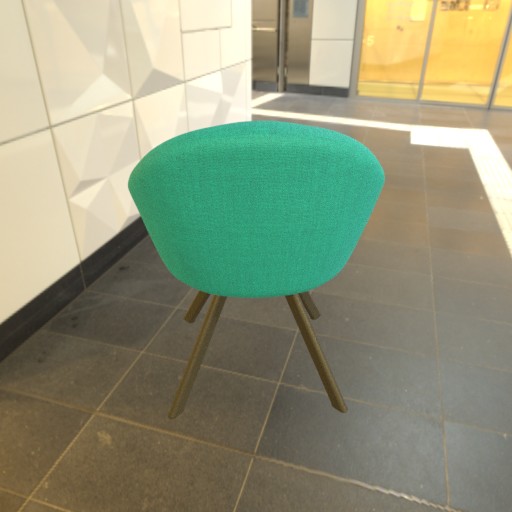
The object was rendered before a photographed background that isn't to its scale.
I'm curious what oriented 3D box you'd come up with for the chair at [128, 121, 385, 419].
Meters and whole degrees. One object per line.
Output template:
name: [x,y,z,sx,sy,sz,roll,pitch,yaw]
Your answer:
chair: [0.000,0.000,1.169,0.590,0.795,0.550,-1,30,-2]
